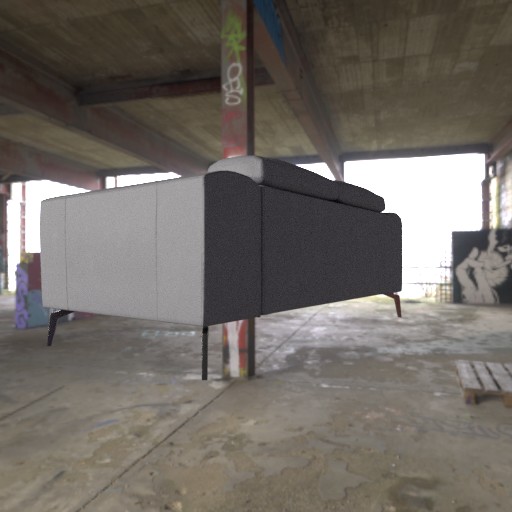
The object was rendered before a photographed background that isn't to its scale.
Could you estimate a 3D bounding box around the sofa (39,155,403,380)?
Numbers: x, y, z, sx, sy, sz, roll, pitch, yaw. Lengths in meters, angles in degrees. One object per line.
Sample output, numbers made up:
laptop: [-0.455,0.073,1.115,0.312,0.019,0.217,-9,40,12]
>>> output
sofa: [0.000,0.000,2.387,1.003,0.779,1.895,0,-1,36]
